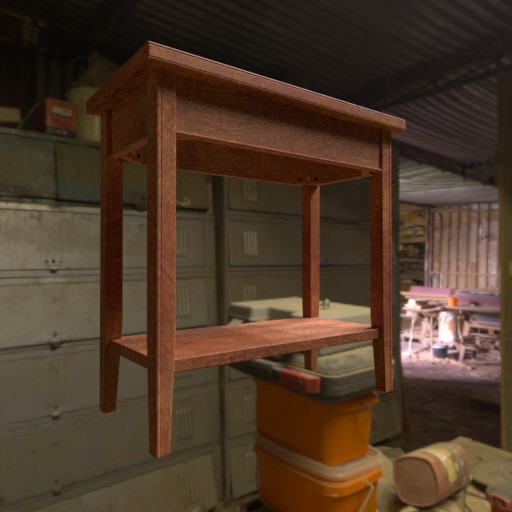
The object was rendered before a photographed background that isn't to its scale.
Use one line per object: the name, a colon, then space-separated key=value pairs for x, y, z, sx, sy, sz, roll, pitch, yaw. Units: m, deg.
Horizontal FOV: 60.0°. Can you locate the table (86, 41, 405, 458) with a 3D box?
table: x=0.000 y=0.000 z=0.931 sx=0.610 sy=0.610 sz=0.305 roll=0 pitch=0 yaw=-37
